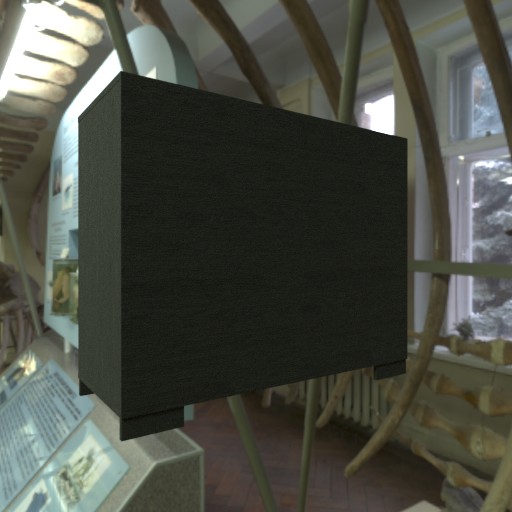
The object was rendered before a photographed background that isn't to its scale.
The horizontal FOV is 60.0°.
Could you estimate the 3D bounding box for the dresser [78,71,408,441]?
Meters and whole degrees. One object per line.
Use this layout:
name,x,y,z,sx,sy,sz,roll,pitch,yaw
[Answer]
dresser,0.000,0.000,1.418,0.994,0.816,0.404,0,0,-34
